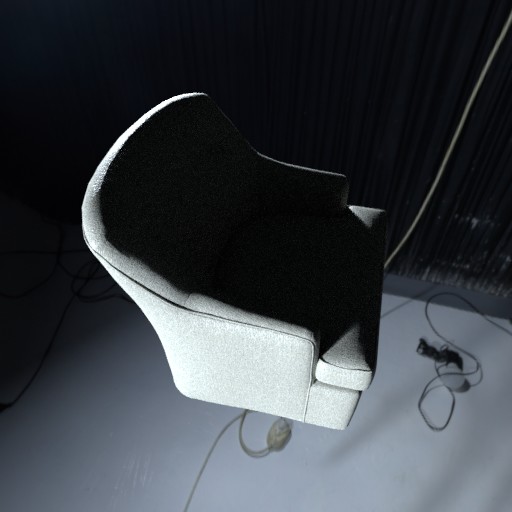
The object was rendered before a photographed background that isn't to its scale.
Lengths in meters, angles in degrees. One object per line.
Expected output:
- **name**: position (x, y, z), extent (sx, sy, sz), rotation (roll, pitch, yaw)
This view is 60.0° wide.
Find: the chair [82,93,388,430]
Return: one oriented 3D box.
- **chair**: position (0.000, 0.000, 1.611), extent (0.923, 0.856, 0.864), rotation (10, 46, 10)
